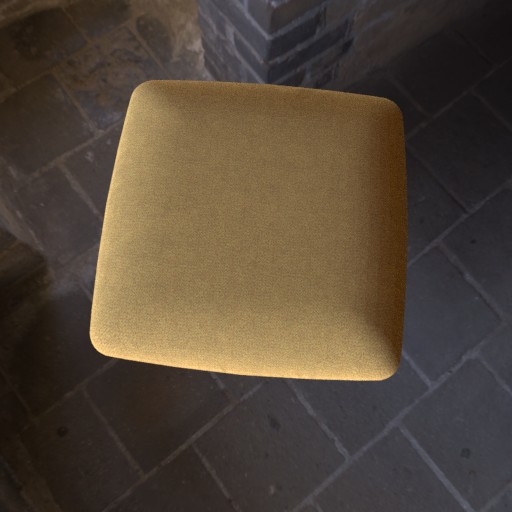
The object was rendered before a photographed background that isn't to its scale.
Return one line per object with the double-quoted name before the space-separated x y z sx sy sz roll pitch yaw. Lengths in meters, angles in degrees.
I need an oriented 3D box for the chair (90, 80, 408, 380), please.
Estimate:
"chair" 0.000 0.000 0.682 0.350 0.440 0.350 5 76 1
